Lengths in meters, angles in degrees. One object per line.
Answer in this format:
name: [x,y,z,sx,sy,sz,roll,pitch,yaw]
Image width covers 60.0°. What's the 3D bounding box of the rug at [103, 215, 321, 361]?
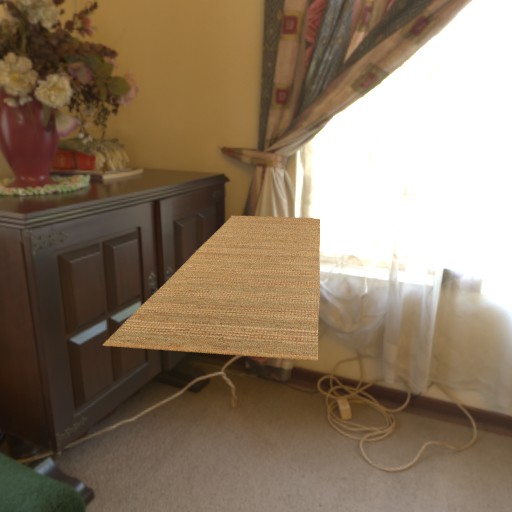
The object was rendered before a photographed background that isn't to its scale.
rug: [0.000,0.000,2.716,0.783,0.006,2.438,2,17,8]
